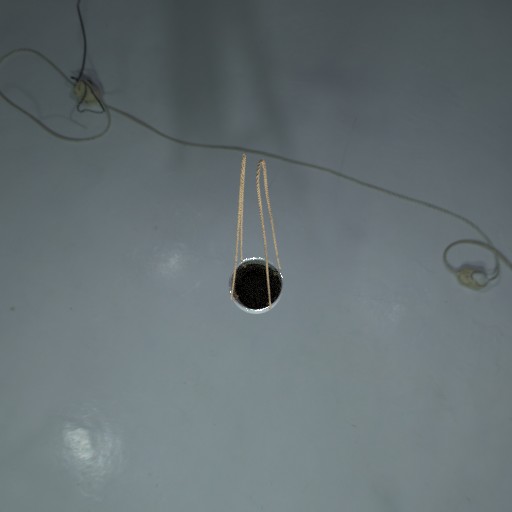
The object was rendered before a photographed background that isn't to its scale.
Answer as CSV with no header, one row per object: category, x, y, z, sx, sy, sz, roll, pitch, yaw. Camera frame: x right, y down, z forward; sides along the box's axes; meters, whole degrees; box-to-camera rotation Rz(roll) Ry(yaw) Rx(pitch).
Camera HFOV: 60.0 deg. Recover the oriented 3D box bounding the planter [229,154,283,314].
planter,0.000,0.000,1.150,0.187,1.073,0.187,14,76,4
